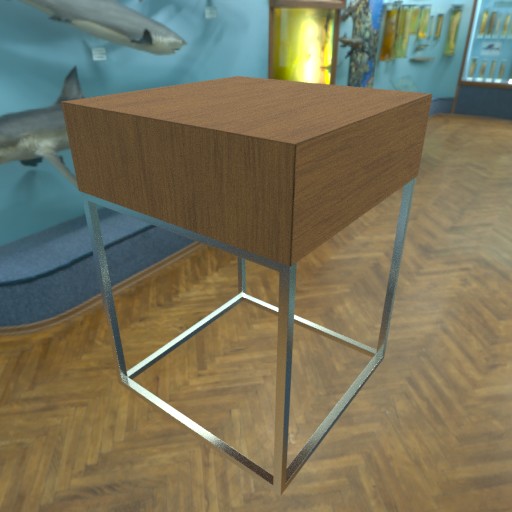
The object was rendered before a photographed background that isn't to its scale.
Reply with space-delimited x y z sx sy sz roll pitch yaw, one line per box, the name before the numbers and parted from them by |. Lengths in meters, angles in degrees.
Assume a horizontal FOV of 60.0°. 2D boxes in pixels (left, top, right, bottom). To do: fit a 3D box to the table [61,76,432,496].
table | 0.000 0.000 0.794 0.398 0.540 0.397 20 34 32
